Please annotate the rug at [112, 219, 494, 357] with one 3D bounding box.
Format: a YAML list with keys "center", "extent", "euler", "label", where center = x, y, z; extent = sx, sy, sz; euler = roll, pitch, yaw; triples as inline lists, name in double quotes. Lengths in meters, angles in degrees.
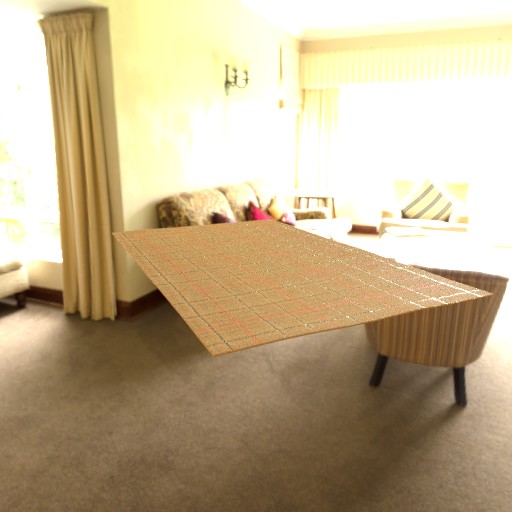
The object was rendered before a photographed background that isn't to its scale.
- center: [0.000, 0.000, 3.007]
  extent: [1.524, 0.015, 2.439]
  euler: [-7, 16, -25]
  label: "rug"
